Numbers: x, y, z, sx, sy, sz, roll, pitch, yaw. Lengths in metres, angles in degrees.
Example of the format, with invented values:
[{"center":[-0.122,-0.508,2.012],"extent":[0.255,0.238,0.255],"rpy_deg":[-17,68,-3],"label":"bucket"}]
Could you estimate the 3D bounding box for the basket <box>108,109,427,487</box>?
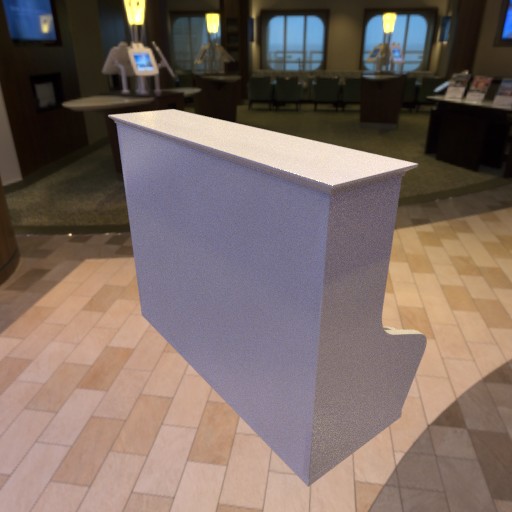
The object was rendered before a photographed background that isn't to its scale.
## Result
[{"center":[0.000,0.000,1.074],"extent":[0.350,0.600,0.780],"rpy_deg":[-18,31,-33],"label":"basket"}]
